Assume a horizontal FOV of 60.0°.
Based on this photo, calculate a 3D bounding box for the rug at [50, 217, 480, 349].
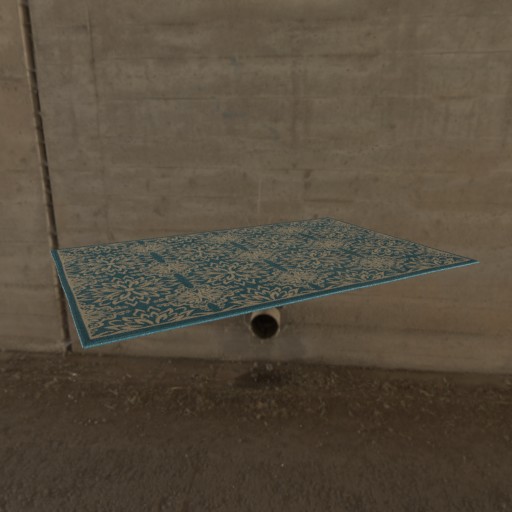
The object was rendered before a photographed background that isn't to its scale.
[{"bbox_3d":[0.000,0.000,2.259,1.833,0.012,1.211,-9,19,-27],"label":"rug"}]
